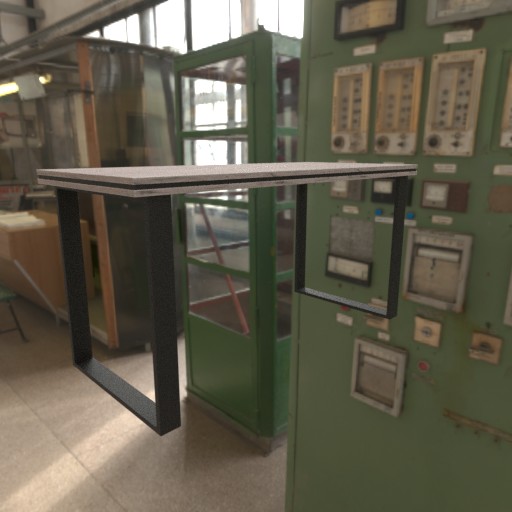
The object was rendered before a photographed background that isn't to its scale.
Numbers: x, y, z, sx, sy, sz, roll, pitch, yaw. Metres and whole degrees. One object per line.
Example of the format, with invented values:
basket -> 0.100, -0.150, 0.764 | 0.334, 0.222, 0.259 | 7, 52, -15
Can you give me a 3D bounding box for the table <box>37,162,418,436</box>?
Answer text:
table -> 0.000, 0.000, 2.276 | 1.778, 0.899, 0.795 | -13, 18, -43
